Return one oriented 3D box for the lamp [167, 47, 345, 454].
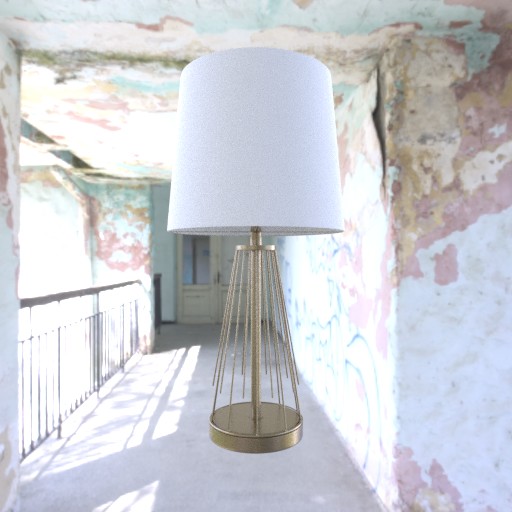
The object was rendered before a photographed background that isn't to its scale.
[{"bbox_3d":[0.000,0.000,0.772,0.303,0.618,0.303,0,0,0],"label":"lamp"}]
